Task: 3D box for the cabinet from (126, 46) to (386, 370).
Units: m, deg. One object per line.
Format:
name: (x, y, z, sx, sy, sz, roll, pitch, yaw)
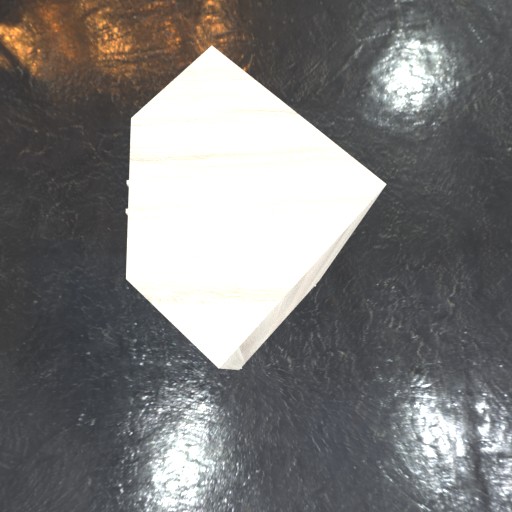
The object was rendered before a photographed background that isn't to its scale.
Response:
cabinet: (0.000, 0.000, 2.588, 0.969, 1.957, 1.272, -2, 75, -1)
